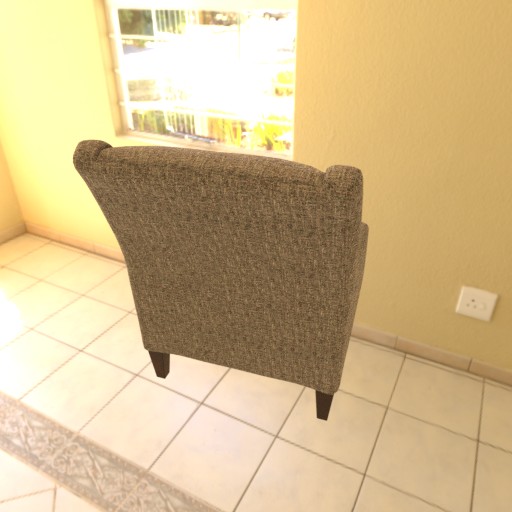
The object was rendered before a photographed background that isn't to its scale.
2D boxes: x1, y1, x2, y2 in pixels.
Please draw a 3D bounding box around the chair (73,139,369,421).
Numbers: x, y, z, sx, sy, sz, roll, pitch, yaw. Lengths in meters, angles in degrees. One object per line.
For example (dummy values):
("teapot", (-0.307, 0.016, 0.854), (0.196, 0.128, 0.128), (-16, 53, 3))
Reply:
("chair", (0.000, 0.000, 1.652), (0.774, 1.014, 0.870), (9, 32, 15))
